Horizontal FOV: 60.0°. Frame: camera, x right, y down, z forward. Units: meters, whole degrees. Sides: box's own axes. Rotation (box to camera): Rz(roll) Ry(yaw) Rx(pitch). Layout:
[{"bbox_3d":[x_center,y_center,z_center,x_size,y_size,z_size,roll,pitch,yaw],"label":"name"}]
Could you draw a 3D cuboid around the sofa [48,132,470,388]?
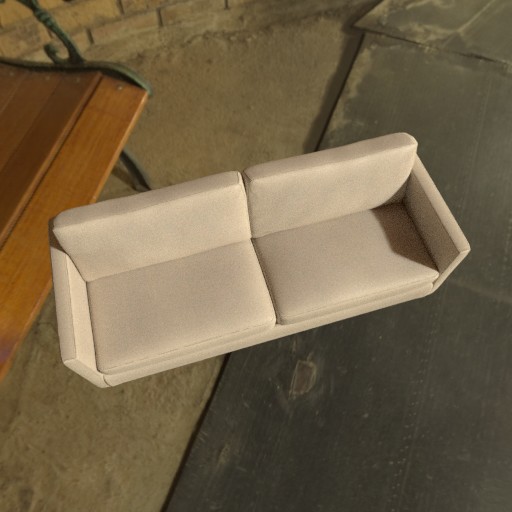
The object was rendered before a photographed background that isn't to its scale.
[{"bbox_3d":[0.000,0.000,2.839,2.361,0.968,0.951,-15,64,-7],"label":"sofa"}]
